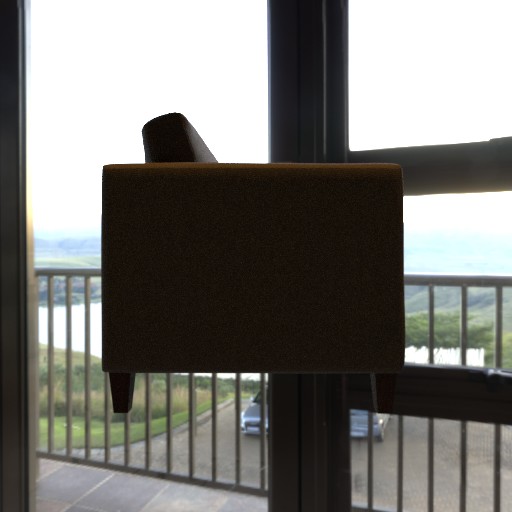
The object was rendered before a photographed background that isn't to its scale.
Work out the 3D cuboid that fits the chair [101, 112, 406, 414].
[{"bbox_3d":[0.000,0.000,1.855,0.959,0.963,1.107,0,0,0],"label":"chair"}]
